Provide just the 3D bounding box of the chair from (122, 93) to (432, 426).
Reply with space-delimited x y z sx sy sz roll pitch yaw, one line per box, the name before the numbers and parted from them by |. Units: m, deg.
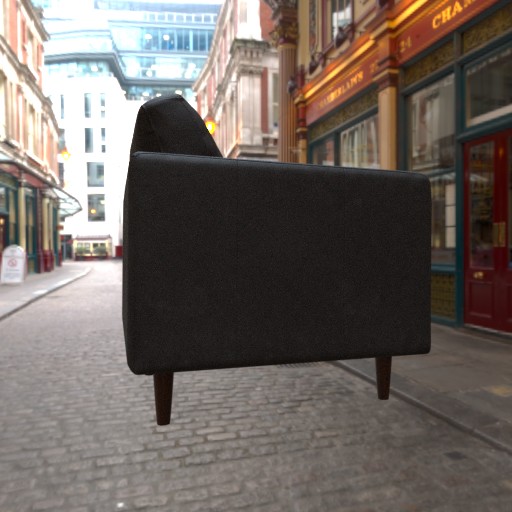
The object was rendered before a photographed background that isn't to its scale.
chair | 0.000 0.000 1.536 0.879 0.898 0.831 0 0 -18
